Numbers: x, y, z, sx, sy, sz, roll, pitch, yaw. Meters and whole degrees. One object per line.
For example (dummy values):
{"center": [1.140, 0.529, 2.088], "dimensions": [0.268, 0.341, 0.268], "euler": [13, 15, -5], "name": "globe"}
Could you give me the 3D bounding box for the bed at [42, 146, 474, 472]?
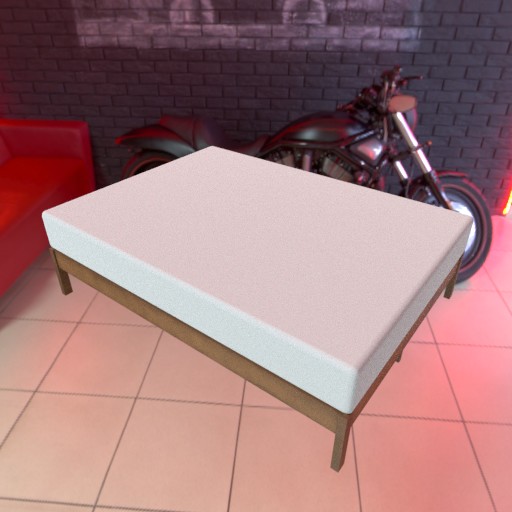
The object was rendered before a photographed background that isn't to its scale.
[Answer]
{"center": [0.000, 0.000, 2.736], "dimensions": [2.050, 0.593, 1.529], "euler": [22, 39, 31], "name": "bed"}
